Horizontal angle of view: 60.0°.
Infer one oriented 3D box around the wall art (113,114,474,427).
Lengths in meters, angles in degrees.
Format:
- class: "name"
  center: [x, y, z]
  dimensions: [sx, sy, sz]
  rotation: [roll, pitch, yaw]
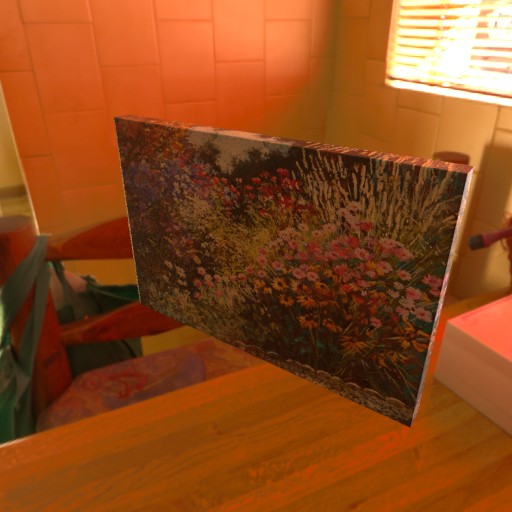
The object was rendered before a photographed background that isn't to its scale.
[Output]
- class: "wall art"
  center: [0.000, 0.000, 0.764]
  dimensions: [0.610, 0.406, 0.037]
  rotation: [18, 32, 30]
